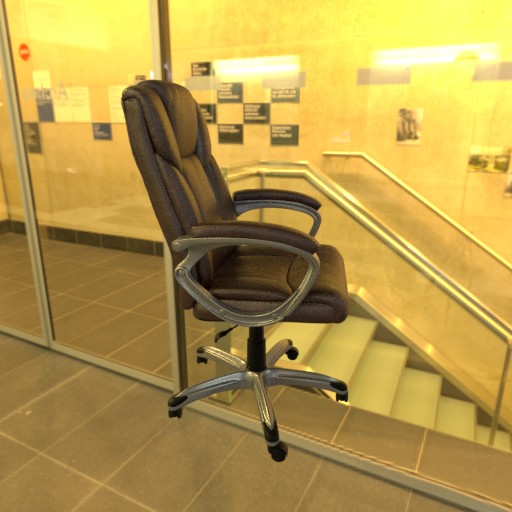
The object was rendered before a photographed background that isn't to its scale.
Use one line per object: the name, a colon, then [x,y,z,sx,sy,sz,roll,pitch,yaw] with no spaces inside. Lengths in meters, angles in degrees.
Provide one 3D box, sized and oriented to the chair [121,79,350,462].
chair: [0.000,0.000,1.527,0.692,1.128,0.656,3,17,8]
